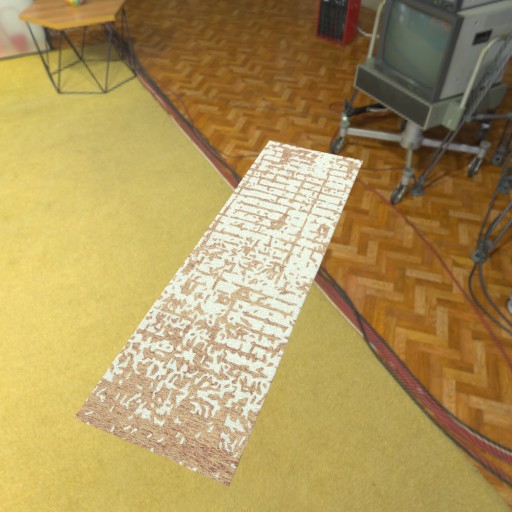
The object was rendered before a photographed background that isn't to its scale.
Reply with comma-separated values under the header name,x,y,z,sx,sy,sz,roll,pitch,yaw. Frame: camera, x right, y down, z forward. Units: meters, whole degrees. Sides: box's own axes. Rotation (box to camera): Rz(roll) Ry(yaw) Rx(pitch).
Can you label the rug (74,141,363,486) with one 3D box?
name,x,y,z,sx,sy,sz,roll,pitch,yaw
rug,0.000,0.000,2.637,0.750,0.011,2.435,16,48,15
